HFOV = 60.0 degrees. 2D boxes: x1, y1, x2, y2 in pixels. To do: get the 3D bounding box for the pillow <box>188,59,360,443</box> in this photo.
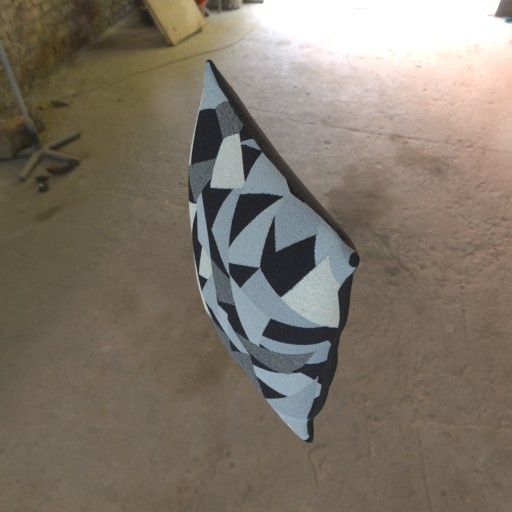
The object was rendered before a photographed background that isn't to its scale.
[{"bbox_3d":[0.000,0.000,0.773,0.208,0.496,0.503,-16,49,-15],"label":"pillow"}]
